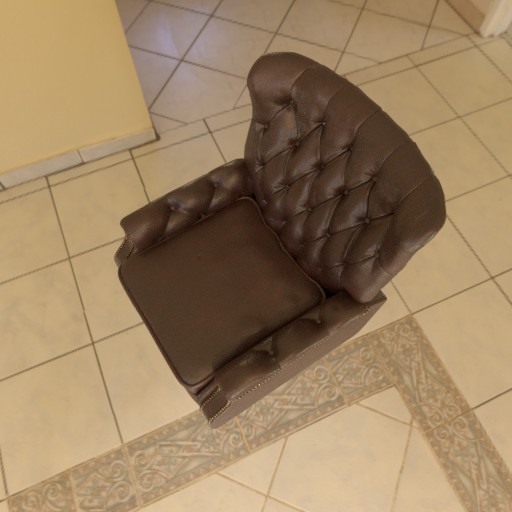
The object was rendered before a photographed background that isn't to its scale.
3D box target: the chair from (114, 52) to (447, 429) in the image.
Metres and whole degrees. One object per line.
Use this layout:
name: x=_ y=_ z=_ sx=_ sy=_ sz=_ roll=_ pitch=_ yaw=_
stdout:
chair: x=0.000 y=0.000 z=1.441 sx=0.823 sy=0.864 sz=0.709 roll=-31 pitch=67 yaw=-14
